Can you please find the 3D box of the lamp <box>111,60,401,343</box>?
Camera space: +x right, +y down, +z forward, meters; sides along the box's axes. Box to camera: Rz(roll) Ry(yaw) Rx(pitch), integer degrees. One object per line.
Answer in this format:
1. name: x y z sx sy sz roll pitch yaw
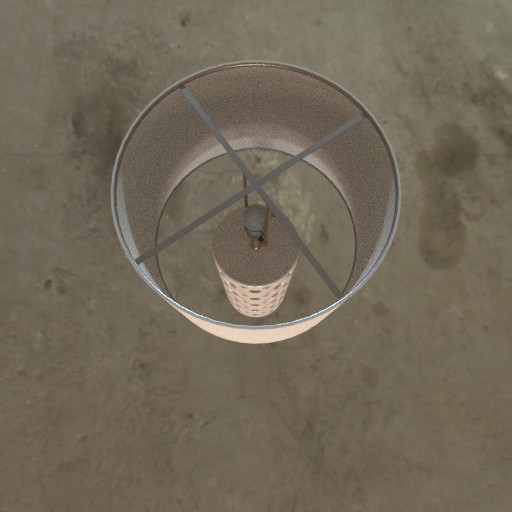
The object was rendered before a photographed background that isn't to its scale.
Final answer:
1. lamp: 0.000 0.000 0.805 0.324 0.636 0.325 -34 78 -8
